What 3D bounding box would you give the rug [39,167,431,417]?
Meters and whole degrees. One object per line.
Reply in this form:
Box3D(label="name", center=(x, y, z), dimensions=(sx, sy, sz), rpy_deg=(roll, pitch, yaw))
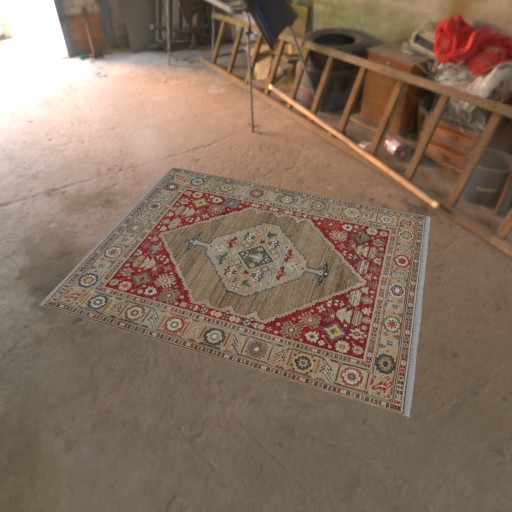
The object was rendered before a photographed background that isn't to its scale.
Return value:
Box3D(label="rug", center=(0.000, 0.000, 4.317), dimensions=(3.143, 0.008, 2.451), rpy_deg=(13, 44, 14))
